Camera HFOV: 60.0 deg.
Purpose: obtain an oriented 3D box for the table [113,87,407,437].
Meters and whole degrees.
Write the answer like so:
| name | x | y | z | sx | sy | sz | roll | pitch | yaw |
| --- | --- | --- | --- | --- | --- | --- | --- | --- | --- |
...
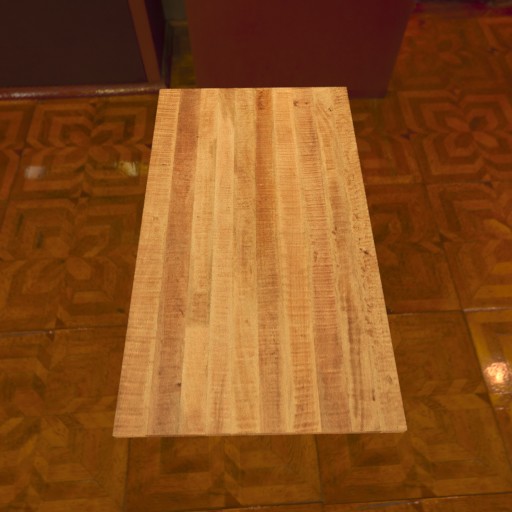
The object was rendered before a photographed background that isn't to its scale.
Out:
| name | x | y | z | sx | sy | sz | roll | pitch | yaw |
| --- | --- | --- | --- | --- | --- | --- | --- | --- | --- |
| table | 0.000 | 0.000 | 1.669 | 0.760 | 0.455 | 1.320 | -1 | 60 | 0 |
